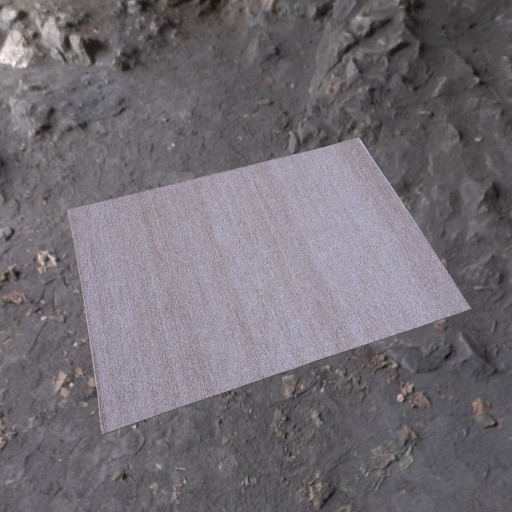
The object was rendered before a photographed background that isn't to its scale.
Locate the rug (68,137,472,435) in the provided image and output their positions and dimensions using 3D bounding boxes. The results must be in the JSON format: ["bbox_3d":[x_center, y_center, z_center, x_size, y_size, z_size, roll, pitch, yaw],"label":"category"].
[{"bbox_3d":[0.000,0.000,2.936,2.283,0.030,1.596,-16,59,-10],"label":"rug"}]
